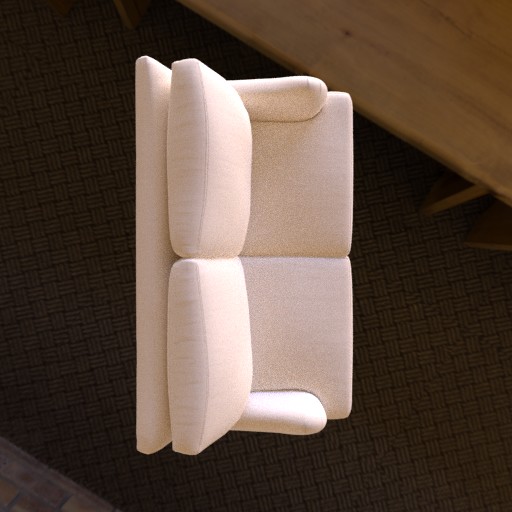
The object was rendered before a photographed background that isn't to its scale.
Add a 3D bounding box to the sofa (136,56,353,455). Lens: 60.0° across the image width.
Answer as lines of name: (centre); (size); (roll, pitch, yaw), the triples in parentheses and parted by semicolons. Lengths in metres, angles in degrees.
sofa: (0.000, 0.000, 2.431); (1.084, 1.101, 1.853); (0, 91, -1)
